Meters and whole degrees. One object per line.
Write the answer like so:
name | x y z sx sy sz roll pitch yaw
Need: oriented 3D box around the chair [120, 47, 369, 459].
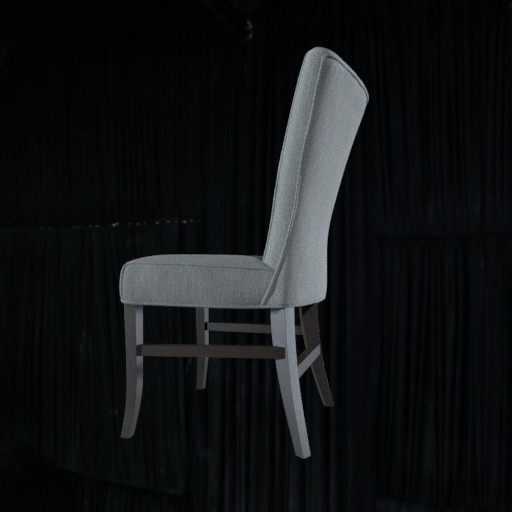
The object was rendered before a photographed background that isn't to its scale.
chair | 0.000 0.000 1.344 0.660 0.991 0.520 0 0 19
